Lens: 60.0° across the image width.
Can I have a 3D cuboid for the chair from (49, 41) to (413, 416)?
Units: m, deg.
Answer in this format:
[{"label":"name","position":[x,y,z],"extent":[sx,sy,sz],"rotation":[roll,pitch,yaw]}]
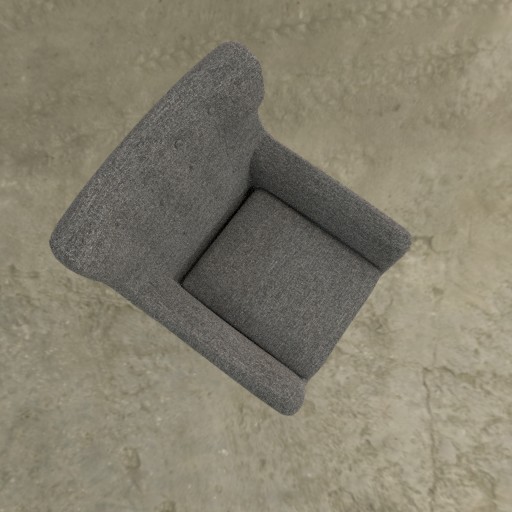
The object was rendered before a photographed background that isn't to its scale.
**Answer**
[{"label":"chair","position":[0.000,0.000,1.752],"extent":[0.940,1.039,0.889],"rotation":[36,79,8]}]
